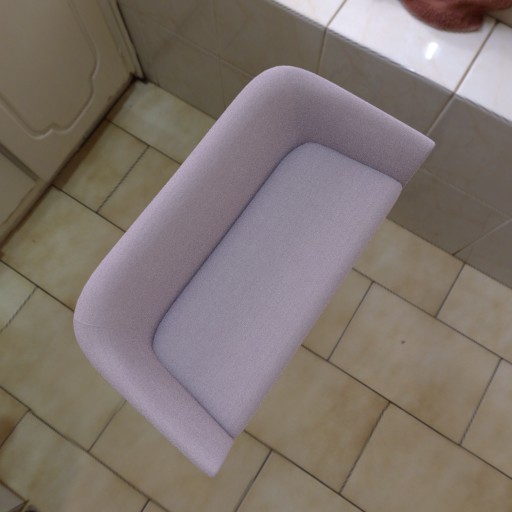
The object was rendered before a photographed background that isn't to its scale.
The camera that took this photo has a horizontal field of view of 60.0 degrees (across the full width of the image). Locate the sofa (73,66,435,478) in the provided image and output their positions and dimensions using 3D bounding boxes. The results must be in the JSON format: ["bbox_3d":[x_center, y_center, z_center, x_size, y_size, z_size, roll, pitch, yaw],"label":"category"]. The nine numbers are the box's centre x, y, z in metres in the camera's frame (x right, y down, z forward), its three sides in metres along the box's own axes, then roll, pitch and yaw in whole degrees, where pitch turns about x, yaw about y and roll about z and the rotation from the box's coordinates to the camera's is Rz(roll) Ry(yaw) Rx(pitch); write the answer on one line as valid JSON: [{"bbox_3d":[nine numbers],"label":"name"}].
[{"bbox_3d":[0.000,0.000,1.814,0.705,0.721,1.452,34,78,9],"label":"sofa"}]
